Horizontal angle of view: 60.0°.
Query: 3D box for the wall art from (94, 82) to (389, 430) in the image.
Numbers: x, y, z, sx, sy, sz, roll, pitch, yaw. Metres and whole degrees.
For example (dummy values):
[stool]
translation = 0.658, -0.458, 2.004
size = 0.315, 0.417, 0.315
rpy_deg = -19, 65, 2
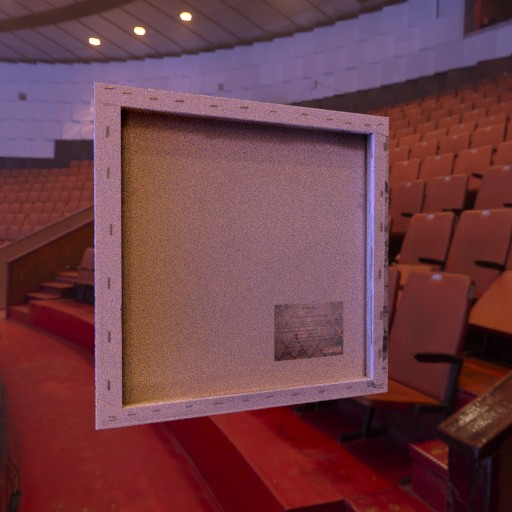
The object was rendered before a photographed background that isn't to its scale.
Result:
[wall art]
translation = 0.000, 0.000, 0.890
size = 0.609, 0.607, 0.036
rpy_deg = 0, 1, -20
